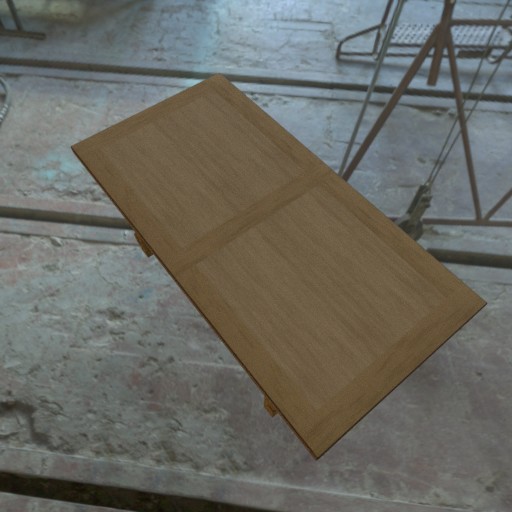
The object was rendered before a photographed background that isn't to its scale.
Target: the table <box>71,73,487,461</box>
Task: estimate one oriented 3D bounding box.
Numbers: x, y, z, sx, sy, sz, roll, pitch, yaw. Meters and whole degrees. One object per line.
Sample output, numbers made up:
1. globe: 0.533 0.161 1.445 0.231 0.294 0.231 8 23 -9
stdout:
1. table: 0.000 0.000 2.487 1.000 0.762 1.982 -34 65 -19
